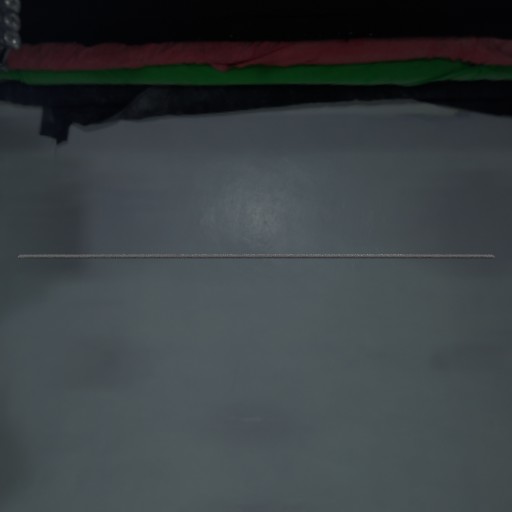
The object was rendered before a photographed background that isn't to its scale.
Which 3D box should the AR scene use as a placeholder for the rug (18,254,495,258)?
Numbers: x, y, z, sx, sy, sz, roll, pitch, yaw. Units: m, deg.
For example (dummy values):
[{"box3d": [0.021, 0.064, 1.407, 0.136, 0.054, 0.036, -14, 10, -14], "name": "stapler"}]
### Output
[{"box3d": [0.000, 0.000, 2.082, 1.676, 0.013, 1.067, 0, 0, -1], "name": "rug"}]
